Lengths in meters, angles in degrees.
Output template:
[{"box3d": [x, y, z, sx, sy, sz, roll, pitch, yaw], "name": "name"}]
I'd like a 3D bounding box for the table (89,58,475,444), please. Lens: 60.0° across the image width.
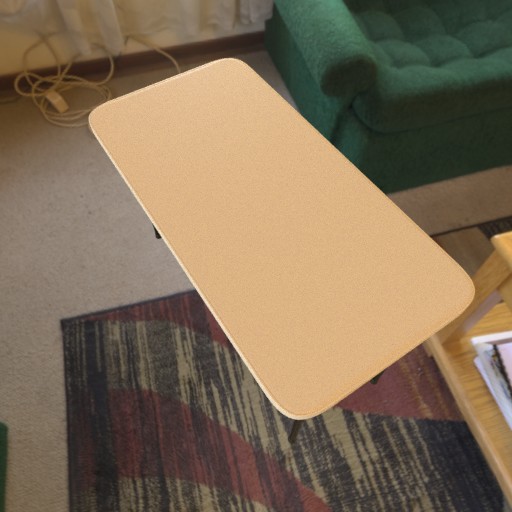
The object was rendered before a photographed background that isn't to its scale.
[{"box3d": [0.000, 0.000, 1.610, 0.610, 0.729, 1.219, -29, 62, -17], "name": "table"}]
